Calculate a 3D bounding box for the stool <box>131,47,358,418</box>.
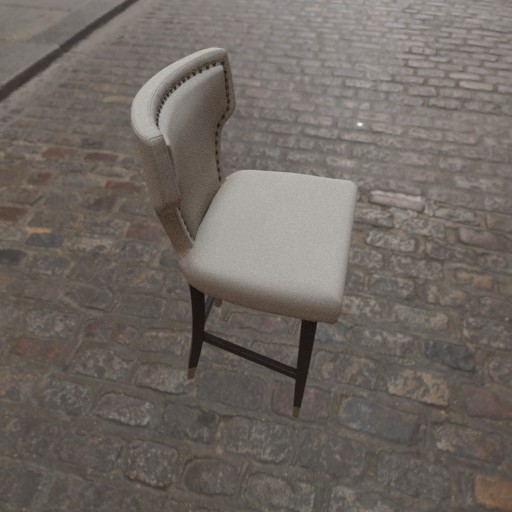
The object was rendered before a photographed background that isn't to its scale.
[{"bbox_3d":[0.000,0.000,1.412,0.563,1.092,0.526,10,47,10],"label":"stool"}]
